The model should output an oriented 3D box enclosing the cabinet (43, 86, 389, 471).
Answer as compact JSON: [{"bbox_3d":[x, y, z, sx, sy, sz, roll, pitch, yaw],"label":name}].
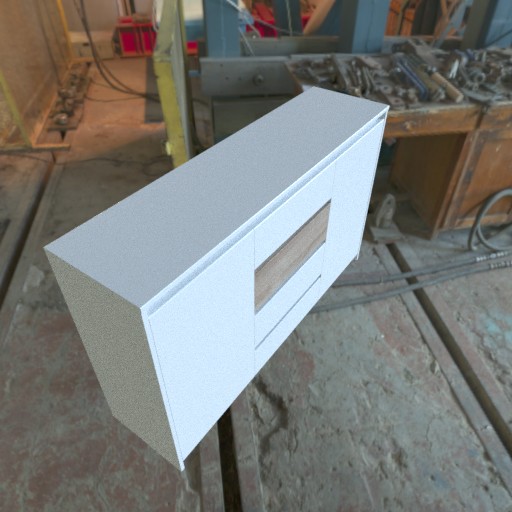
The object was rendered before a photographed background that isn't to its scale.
[{"bbox_3d":[0.000,0.000,1.860,0.380,0.900,1.450,26,47,26],"label":"cabinet"}]
